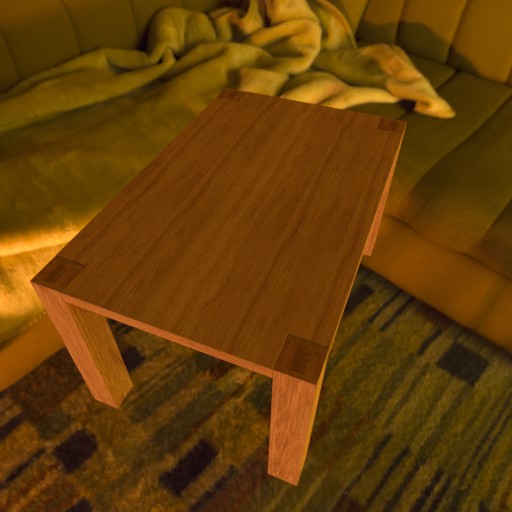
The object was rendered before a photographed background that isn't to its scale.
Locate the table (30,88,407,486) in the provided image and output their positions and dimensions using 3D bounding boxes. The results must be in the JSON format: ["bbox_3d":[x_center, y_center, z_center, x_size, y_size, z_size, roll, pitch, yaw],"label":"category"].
[{"bbox_3d":[0.000,0.000,1.936,0.900,0.760,1.400,16,48,15],"label":"table"}]
